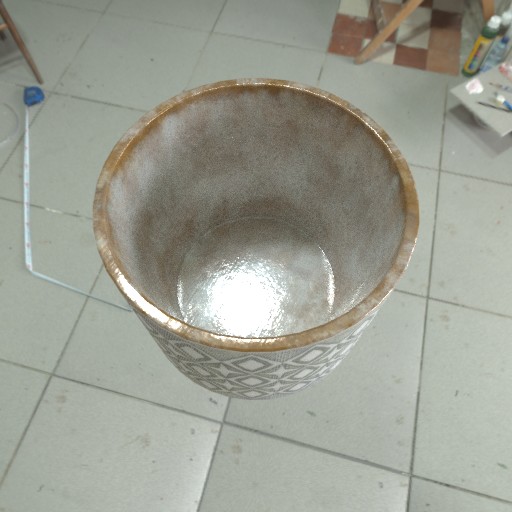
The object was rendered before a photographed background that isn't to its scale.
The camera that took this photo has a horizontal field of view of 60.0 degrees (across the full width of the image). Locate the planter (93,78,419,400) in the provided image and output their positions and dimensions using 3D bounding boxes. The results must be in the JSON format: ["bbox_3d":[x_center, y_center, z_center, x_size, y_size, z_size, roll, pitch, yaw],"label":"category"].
[{"bbox_3d":[0.000,0.000,0.447,0.255,0.223,0.255,0,63,0],"label":"planter"}]
